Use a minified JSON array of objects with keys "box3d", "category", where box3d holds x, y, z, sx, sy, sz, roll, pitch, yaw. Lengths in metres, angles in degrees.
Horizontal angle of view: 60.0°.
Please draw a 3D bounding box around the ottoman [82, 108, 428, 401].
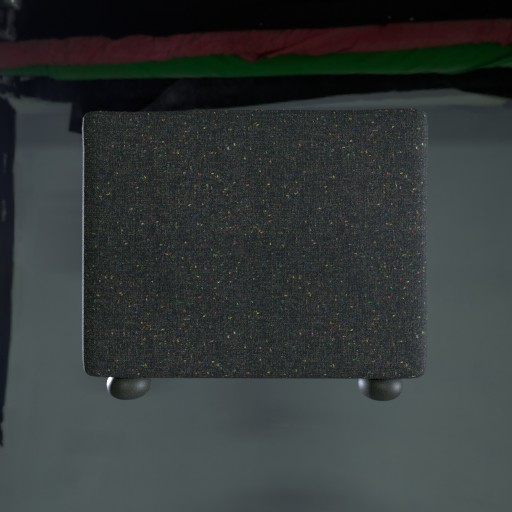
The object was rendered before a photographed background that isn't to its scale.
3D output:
[{"box3d":[0.000,0.000,0.866,0.508,0.432,0.508,0,0,1],"category":"ottoman"}]
